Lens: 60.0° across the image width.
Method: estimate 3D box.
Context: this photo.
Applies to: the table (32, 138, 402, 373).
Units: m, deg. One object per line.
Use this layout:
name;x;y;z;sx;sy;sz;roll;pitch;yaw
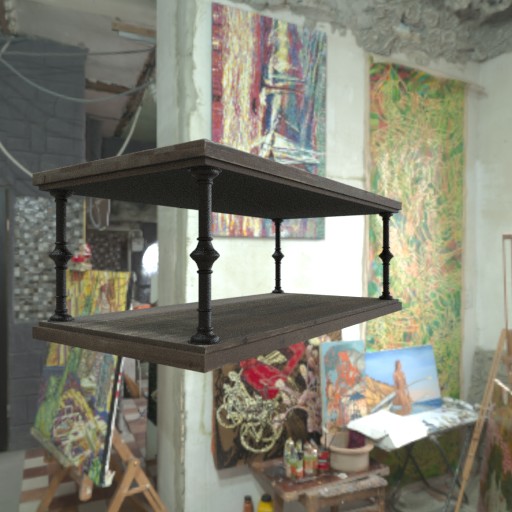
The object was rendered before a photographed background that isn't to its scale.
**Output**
table;0.000;0.000;1.355;0.554;0.399;1.088;0;0;35
